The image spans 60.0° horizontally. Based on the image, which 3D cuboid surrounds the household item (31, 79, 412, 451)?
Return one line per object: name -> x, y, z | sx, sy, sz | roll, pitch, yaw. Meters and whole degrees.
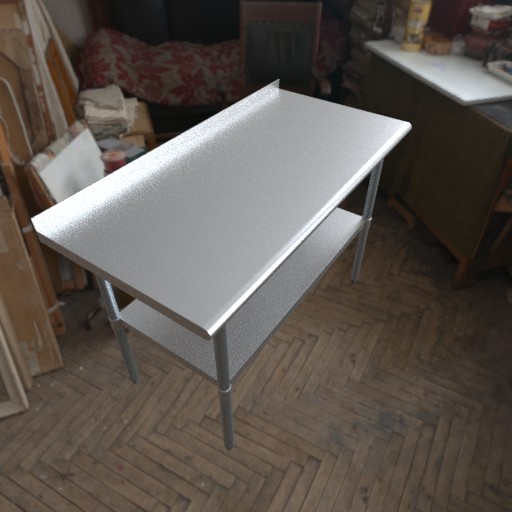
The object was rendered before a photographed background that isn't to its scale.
household item -> 0.000, 0.000, 1.702 | 0.610, 0.851, 1.219 | 25, 47, 25
